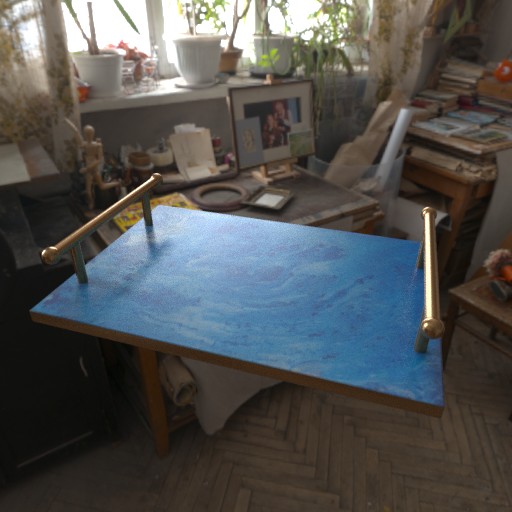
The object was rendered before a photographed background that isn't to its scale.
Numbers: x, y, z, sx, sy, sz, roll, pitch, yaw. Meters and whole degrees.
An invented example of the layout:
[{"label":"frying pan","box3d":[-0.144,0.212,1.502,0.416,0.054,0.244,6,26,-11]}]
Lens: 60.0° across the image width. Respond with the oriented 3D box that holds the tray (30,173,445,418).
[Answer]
[{"label":"tray","box3d":[0.000,0.000,0.554,0.444,0.084,0.304,9,32,15]}]
